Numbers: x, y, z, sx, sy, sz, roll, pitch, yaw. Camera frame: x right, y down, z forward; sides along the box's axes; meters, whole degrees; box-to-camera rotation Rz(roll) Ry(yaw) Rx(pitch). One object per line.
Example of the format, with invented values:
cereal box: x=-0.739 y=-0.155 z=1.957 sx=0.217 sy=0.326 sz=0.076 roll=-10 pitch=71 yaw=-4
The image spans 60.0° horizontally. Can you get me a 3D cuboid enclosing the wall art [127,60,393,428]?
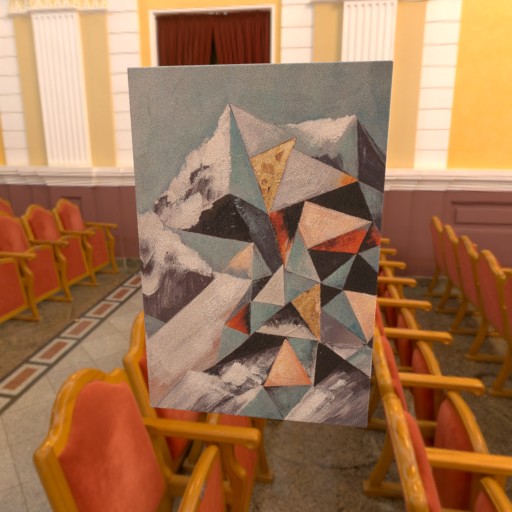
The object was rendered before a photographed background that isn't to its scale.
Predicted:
wall art: x=0.000 y=0.000 z=1.142 sx=0.609 sy=0.911 sz=0.061 roll=2 pitch=15 yaw=9
